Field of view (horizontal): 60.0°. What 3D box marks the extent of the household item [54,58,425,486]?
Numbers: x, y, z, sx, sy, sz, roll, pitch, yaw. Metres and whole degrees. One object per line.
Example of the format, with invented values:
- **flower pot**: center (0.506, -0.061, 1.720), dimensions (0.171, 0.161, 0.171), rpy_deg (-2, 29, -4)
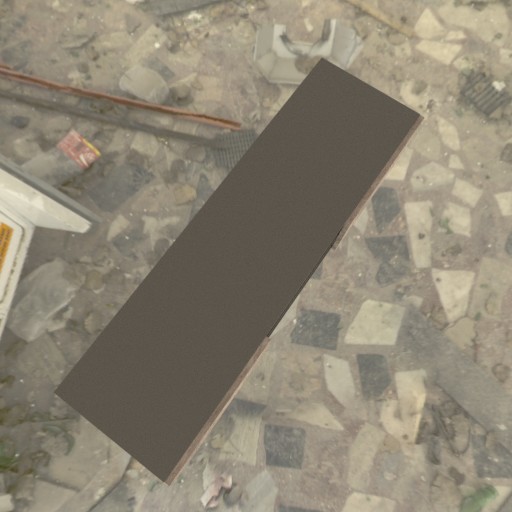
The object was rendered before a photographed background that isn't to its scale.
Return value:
- **household item**: center (0.000, 0.000, 1.535), dimensions (0.420, 0.310, 1.400), rpy_deg (34, 77, 9)
